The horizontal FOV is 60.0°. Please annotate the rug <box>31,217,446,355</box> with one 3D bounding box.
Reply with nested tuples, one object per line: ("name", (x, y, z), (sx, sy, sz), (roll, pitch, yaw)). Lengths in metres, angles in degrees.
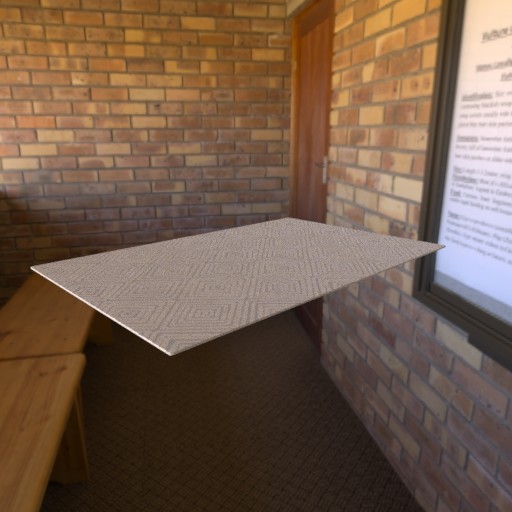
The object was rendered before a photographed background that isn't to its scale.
("rug", (0.000, 0.000, 2.208), (1.753, 0.008, 1.143), (-14, 21, -42))
